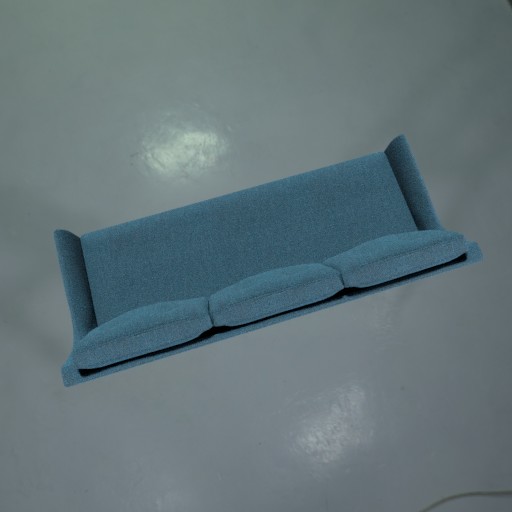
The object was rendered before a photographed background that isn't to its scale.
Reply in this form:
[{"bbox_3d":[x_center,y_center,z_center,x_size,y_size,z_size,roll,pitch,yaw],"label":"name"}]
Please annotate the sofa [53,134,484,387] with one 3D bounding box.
[{"bbox_3d":[0.000,0.000,2.465,2.060,0.837,0.849,-16,75,-5],"label":"sofa"}]
